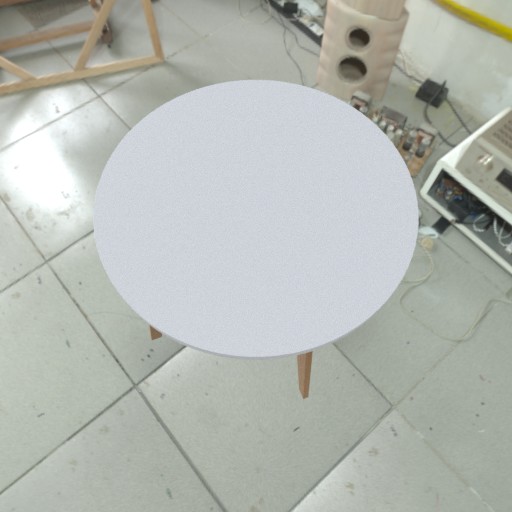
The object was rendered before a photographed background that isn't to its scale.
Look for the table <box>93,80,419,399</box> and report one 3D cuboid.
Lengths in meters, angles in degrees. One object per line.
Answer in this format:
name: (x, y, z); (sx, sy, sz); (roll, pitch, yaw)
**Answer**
table: (0.000, 0.000, 1.577); (0.896, 0.762, 0.896); (0, 64, 0)
